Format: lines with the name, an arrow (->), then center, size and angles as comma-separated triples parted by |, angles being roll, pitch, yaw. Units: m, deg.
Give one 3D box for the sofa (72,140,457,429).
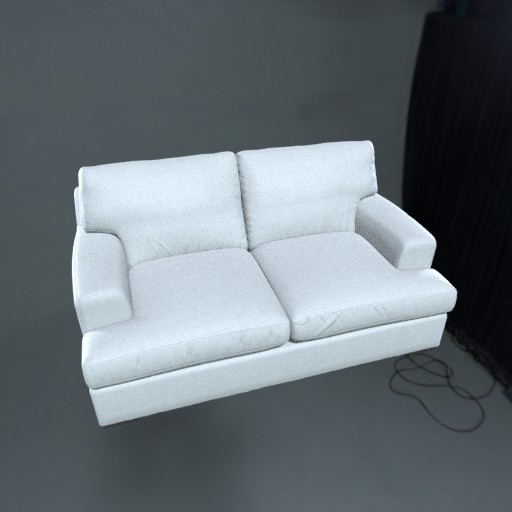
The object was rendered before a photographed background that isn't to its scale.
sofa -> 0.000, 0.000, 2.440 | 1.880, 0.940, 1.143 | -9, 32, -15
